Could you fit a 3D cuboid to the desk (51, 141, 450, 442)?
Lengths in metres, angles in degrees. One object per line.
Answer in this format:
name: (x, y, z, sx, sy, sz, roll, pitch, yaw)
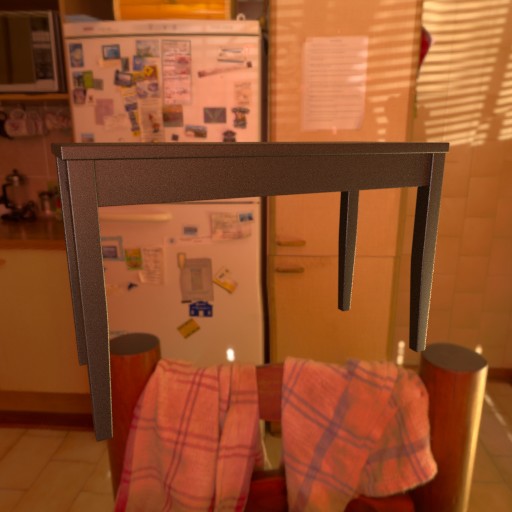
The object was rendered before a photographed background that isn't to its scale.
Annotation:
desk: (0.000, 0.000, 1.563, 1.220, 0.775, 0.508, -7, 17, -25)
